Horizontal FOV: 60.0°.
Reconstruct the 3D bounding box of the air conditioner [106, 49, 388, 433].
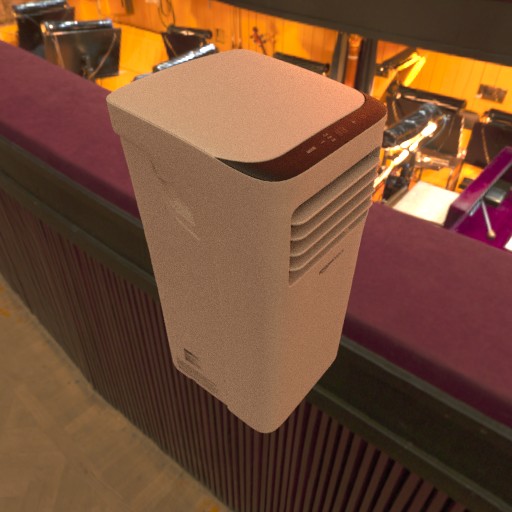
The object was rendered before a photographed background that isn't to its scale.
[{"bbox_3d":[0.000,0.000,0.936,0.369,0.716,0.352,28,47,29],"label":"air conditioner"}]
